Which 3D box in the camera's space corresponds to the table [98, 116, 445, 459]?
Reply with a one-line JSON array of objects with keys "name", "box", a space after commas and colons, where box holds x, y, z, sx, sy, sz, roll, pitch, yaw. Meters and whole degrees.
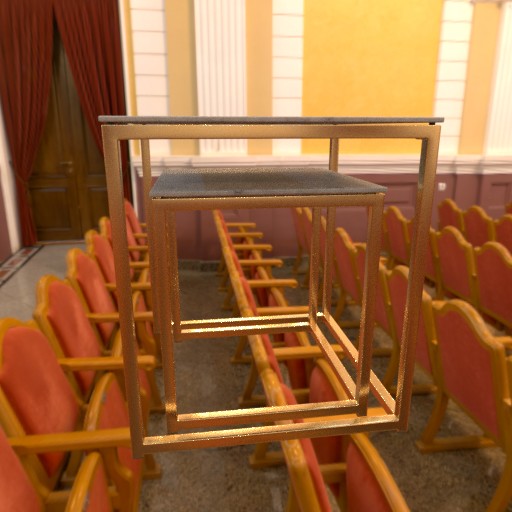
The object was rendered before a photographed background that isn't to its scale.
[{"name": "table", "box": [0.000, 0.000, 0.849, 0.450, 0.500, 0.450, -2, 16, -8]}]
